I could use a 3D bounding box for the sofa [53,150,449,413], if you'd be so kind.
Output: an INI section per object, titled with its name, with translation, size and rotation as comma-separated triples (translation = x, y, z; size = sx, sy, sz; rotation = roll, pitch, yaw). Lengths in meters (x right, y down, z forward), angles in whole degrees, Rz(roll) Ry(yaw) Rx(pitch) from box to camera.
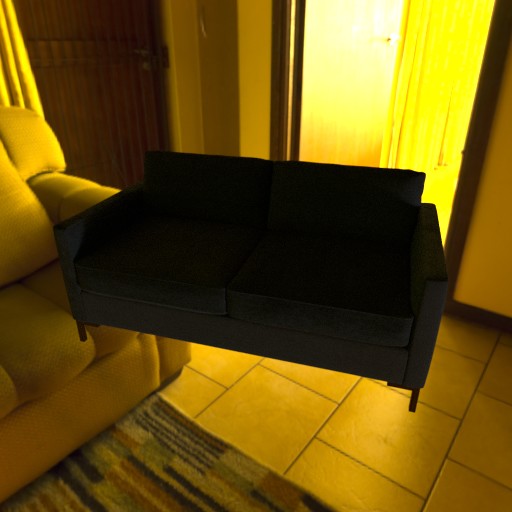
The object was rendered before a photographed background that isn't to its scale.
[sofa]
translation = 0.000, 0.000, 2.185
size = 1.676, 0.817, 0.875
rotation = 8, 27, 15
